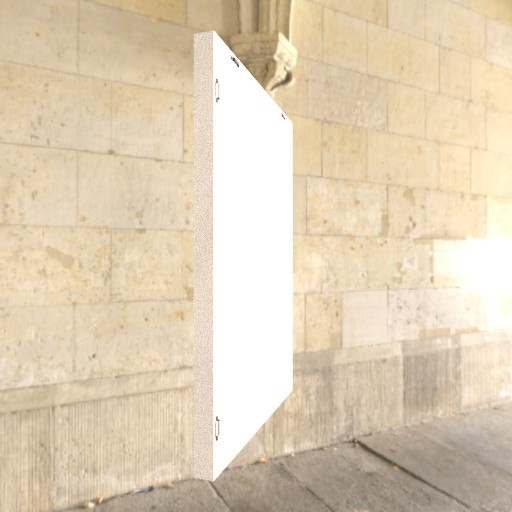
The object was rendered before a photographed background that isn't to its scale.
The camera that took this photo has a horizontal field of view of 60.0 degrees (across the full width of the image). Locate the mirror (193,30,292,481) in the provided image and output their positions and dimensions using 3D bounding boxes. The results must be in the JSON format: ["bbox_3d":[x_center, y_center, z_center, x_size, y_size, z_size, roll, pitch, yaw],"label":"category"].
[{"bbox_3d":[0.000,0.000,0.943,0.040,0.710,0.507,0,0,19],"label":"mirror"}]
